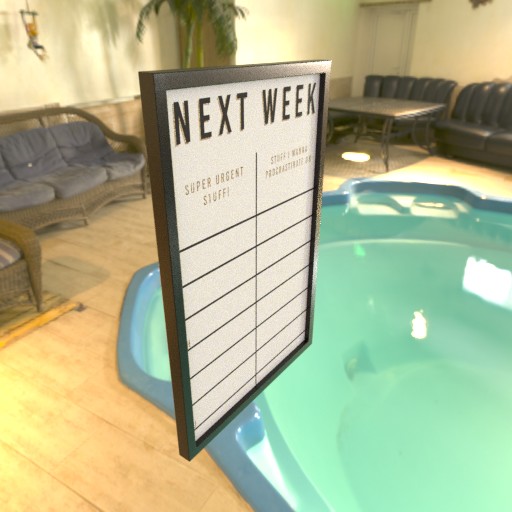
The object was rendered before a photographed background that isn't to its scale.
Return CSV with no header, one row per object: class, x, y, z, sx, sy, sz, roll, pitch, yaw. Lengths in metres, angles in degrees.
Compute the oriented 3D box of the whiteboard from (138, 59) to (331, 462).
whiteboard,0.000,0.000,0.768,0.026,0.611,0.406,18,31,33
